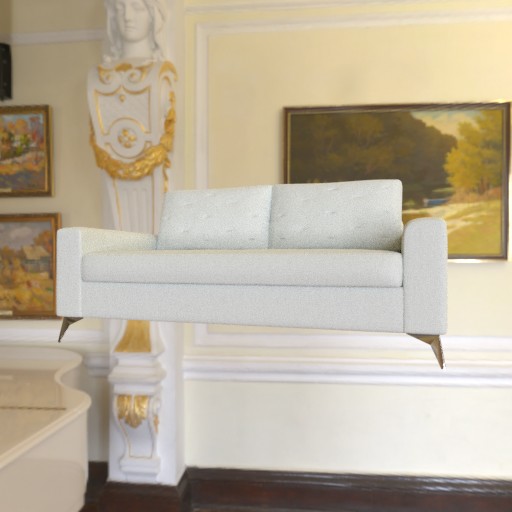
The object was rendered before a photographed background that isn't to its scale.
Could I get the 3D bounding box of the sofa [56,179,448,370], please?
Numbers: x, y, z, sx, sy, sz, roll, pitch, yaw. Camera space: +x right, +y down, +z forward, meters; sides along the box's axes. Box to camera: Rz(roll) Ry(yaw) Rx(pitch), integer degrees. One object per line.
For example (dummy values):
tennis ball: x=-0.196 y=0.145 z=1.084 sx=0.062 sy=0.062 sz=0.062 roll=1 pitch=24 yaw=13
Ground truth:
sofa: x=0.000 y=0.000 z=2.159 sx=1.650 sy=0.790 sz=0.920 roll=0 pitch=0 yaw=18
